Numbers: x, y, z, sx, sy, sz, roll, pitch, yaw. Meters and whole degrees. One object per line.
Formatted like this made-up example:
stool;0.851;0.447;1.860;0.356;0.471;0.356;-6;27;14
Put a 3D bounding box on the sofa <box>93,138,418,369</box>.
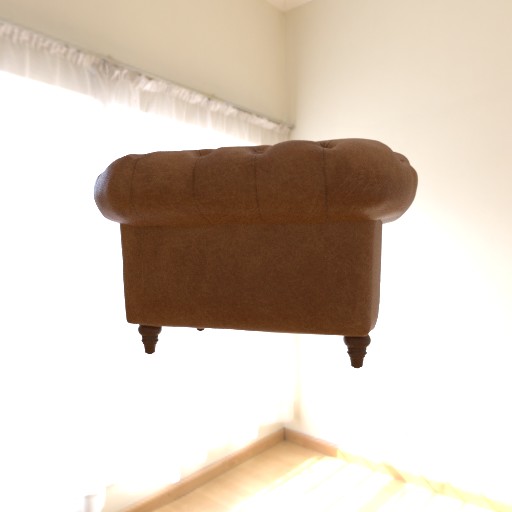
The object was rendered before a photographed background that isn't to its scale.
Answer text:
sofa;0.000;0.000;2.033;1.405;0.878;1.033;0;1;15
